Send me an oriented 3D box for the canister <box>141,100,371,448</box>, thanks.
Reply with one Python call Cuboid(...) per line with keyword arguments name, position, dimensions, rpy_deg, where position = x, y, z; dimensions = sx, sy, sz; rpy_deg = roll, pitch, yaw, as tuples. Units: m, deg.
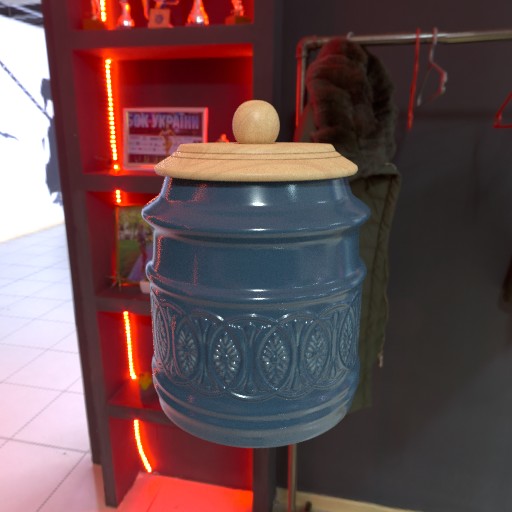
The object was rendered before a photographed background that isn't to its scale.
Cuboid(name="canister", position=(0.000, 0.000, 0.266), dimensions=(0.130, 0.176, 0.130), rpy_deg=(0, 15, 0))
